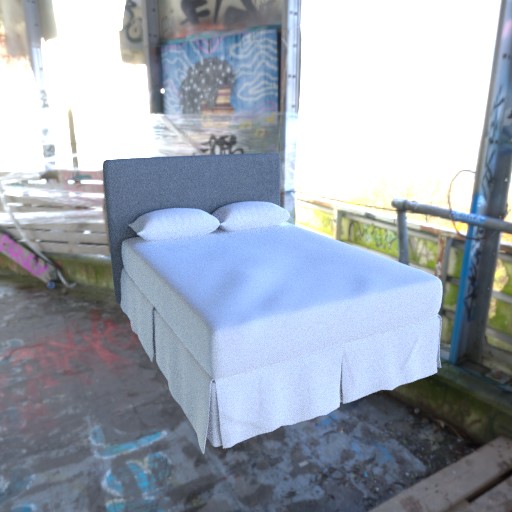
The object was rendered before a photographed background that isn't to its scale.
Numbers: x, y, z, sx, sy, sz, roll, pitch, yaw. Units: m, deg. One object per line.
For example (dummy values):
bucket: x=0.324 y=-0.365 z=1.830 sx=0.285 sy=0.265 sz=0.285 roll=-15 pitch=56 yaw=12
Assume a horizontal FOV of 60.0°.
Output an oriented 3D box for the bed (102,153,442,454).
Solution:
bed: x=0.000 y=0.000 z=3.268 sx=1.723 sy=1.330 sz=2.142 roll=-9 pitch=19 yaw=-27
